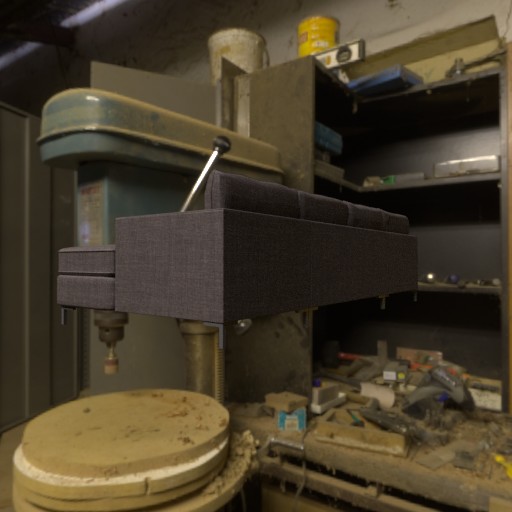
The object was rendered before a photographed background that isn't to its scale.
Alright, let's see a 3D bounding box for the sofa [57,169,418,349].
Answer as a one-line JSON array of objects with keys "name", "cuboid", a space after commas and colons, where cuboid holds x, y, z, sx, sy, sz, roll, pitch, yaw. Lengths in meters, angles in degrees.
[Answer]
[{"name": "sofa", "cuboid": [0.000, 0.000, 4.230, 2.048, 0.999, 3.423, 0, -1, 36]}]
